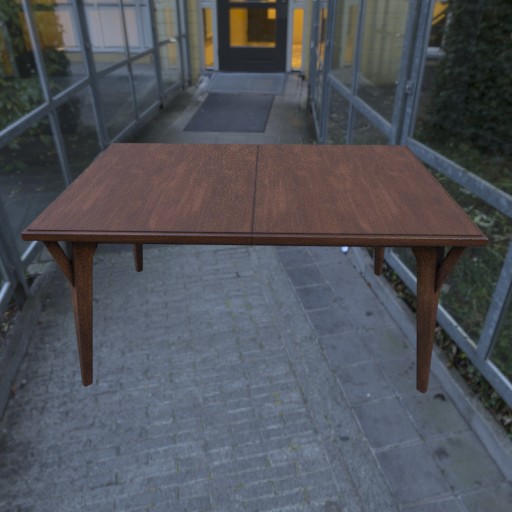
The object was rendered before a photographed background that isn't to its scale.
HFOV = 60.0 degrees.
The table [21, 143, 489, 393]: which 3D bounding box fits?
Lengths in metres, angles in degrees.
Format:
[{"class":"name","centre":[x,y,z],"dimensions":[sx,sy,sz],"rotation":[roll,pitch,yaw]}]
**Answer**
[{"class":"table","centre":[0.000,0.000,2.058],"dimensions":[1.524,0.761,0.990],"rotation":[1,31,1]}]
